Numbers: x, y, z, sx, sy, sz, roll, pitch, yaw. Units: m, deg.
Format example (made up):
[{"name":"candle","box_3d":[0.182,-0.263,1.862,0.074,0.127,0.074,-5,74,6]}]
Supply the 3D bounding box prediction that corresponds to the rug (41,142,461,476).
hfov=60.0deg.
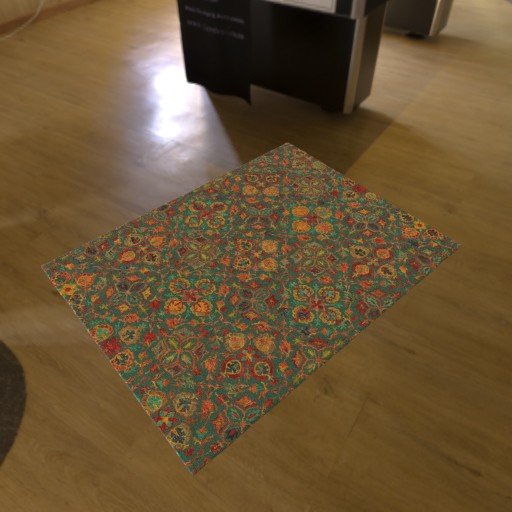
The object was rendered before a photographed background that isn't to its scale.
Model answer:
[{"name":"rug","box_3d":[0.000,0.000,4.223,3.204,0.025,2.434,-32,54,-27]}]
